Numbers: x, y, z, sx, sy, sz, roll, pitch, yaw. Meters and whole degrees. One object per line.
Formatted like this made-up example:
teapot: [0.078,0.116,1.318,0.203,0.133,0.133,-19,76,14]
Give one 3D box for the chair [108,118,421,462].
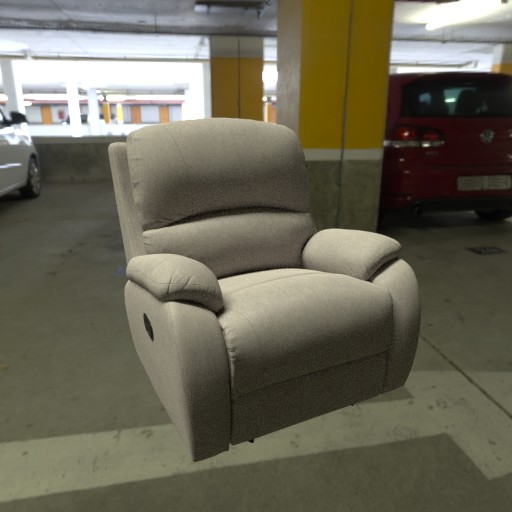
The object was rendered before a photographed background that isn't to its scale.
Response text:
chair: [0.000,0.000,1.694,0.930,1.011,0.899,-9,19,-27]
